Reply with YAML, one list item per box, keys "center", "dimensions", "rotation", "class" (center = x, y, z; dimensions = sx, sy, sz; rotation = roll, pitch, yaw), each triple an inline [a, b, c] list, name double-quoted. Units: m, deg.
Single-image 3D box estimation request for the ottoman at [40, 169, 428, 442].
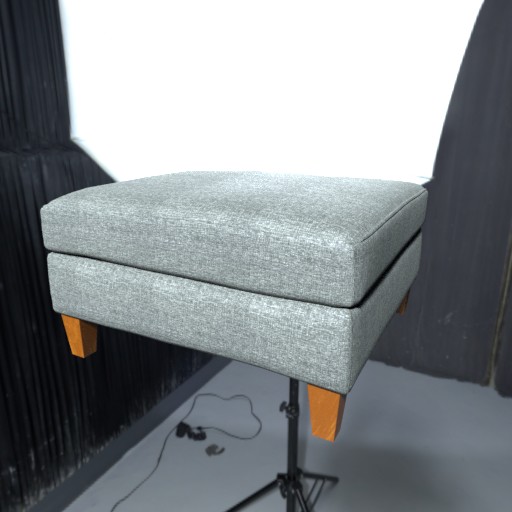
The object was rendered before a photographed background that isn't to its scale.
- center: [0.000, 0.000, 1.321]
  dimensions: [0.838, 0.481, 0.838]
  rotation: [9, 18, 27]
  class: "ottoman"
